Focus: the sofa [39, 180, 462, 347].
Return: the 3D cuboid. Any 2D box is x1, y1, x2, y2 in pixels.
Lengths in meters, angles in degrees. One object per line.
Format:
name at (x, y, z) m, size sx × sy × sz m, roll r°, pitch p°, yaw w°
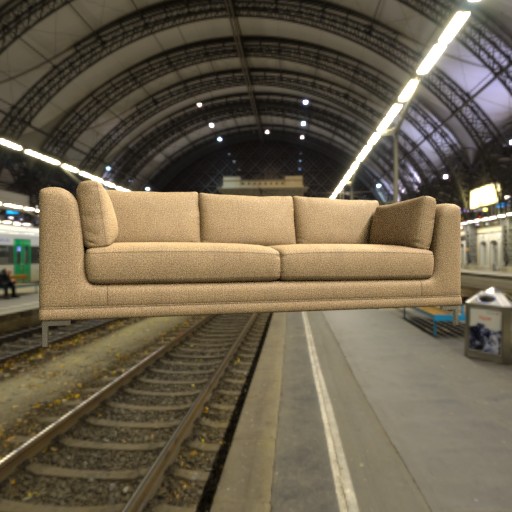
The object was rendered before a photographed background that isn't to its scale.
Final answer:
sofa at (0.000, 0.000, 2.873) m, size 2.415 × 0.867 × 0.969 m, roll 0°, pitch 0°, yaw -17°
